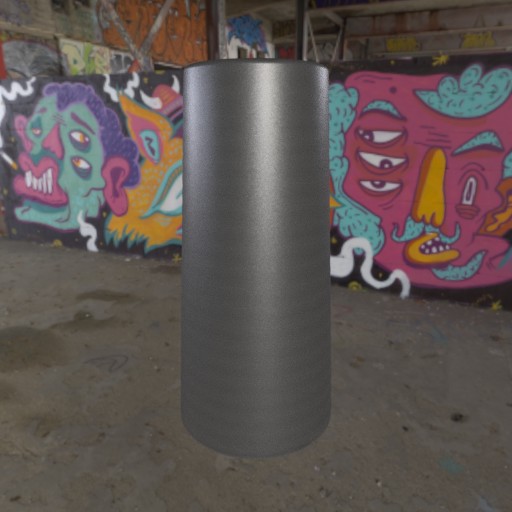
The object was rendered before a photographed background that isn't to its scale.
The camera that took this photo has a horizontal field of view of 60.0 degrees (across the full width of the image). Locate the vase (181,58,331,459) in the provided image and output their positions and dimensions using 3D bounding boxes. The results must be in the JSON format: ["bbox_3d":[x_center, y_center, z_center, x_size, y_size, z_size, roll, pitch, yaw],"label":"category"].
[{"bbox_3d":[0.000,0.000,0.367,0.136,0.289,0.136,15,22,42],"label":"vase"}]
